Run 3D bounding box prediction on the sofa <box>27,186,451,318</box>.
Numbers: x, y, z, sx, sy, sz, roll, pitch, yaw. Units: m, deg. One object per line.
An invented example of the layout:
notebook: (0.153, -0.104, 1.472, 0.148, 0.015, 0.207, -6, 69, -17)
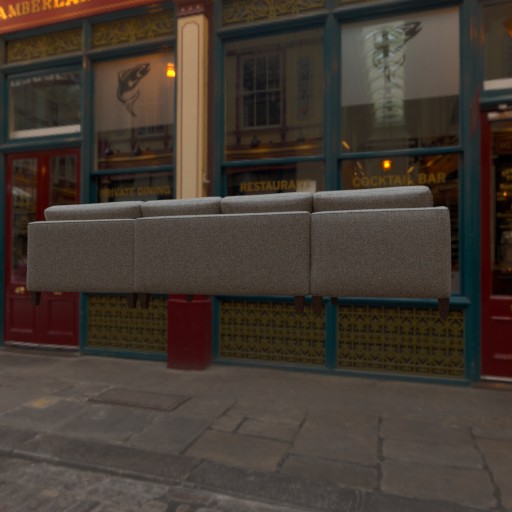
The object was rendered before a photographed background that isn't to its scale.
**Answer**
sofa: (0.000, 0.000, 4.491, 3.403, 0.889, 2.551, -1, -2, 18)
